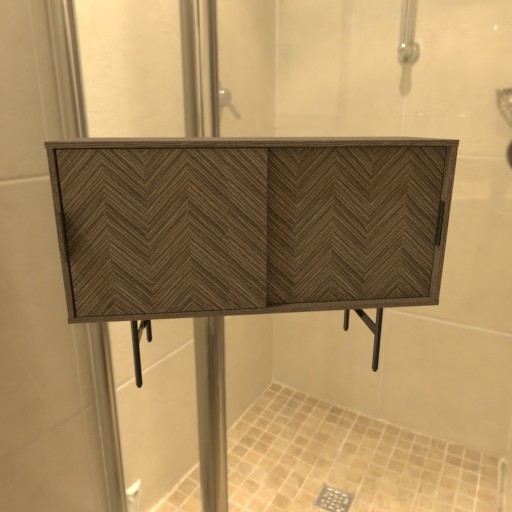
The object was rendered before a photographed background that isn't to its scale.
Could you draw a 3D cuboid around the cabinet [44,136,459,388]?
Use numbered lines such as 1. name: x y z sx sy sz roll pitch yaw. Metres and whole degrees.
1. cabinet: 0.000 0.000 1.538 1.194 0.787 0.405 -2 17 -7
